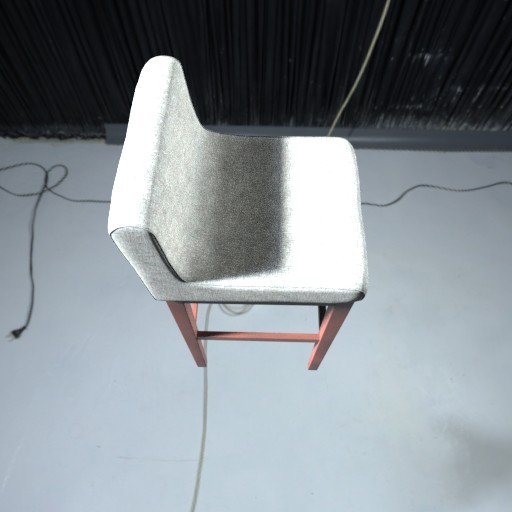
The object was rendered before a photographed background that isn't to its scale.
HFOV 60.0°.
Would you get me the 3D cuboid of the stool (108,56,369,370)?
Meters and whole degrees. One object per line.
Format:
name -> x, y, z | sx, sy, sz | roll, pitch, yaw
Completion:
stool -> 0.000, 0.000, 1.233 | 0.499, 0.965, 0.426 | 1, 61, 1
